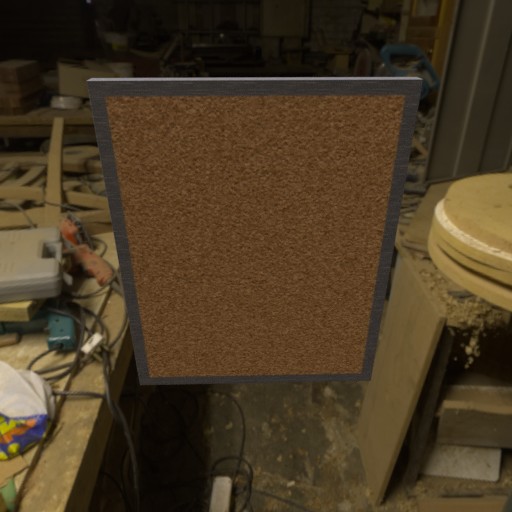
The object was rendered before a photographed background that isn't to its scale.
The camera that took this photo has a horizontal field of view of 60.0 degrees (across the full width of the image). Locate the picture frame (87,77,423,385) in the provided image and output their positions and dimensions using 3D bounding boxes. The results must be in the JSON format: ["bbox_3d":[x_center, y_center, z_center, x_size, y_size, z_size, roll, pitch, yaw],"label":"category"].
[{"bbox_3d":[0.000,0.000,0.746,0.454,0.559,0.029,-1,29,-1],"label":"picture frame"}]
